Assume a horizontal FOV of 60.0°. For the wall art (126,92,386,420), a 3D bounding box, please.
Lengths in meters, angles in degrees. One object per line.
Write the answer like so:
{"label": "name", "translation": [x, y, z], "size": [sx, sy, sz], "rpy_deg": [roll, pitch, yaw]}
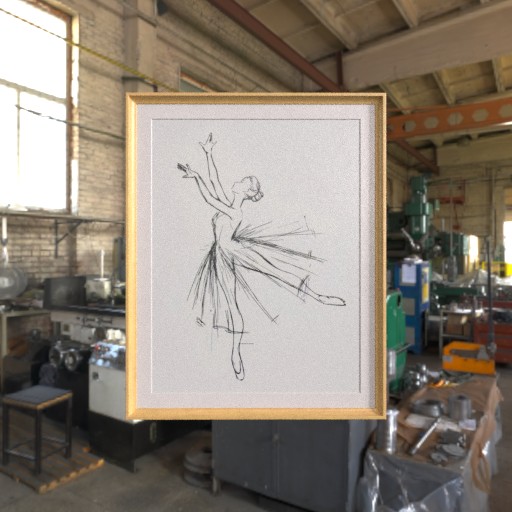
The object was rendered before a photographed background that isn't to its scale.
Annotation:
{"label": "wall art", "translation": [0.000, 0.000, 1.373], "size": [0.798, 1.002, 0.030], "rpy_deg": [0, 0, 0]}
